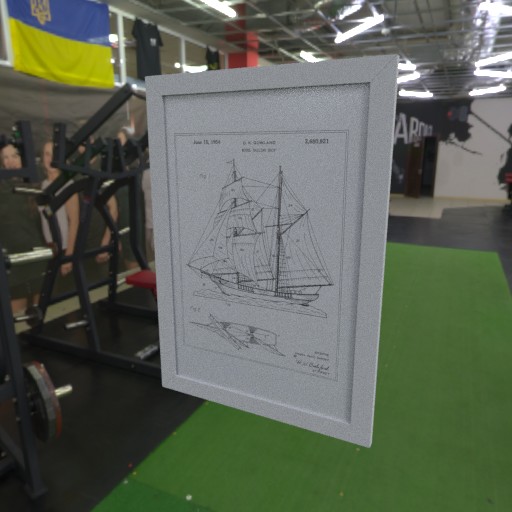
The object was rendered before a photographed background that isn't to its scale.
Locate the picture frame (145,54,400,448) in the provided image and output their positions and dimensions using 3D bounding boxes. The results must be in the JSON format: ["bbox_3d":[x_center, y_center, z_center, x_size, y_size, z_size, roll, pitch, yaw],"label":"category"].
[{"bbox_3d":[0.000,0.000,0.579,0.326,0.459,0.011,7,15,26],"label":"picture frame"}]
